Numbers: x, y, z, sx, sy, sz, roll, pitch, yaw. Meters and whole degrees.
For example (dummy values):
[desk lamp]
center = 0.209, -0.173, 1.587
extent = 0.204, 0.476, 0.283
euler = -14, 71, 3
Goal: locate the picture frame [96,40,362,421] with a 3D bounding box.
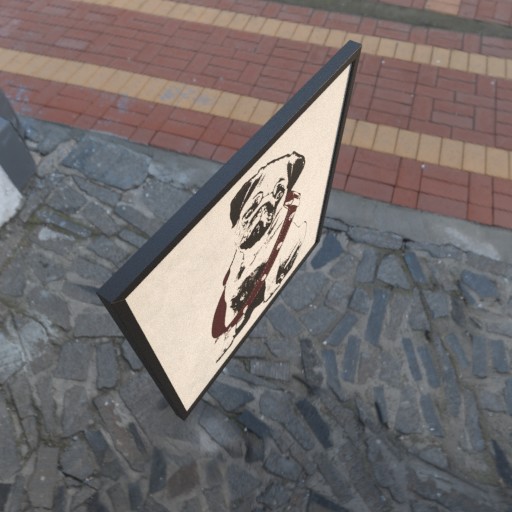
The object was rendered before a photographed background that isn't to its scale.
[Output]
[picture frame]
center = 0.000, 0.000, 1.141
extent = 0.032, 0.775, 0.775
euler = 31, 63, 18
